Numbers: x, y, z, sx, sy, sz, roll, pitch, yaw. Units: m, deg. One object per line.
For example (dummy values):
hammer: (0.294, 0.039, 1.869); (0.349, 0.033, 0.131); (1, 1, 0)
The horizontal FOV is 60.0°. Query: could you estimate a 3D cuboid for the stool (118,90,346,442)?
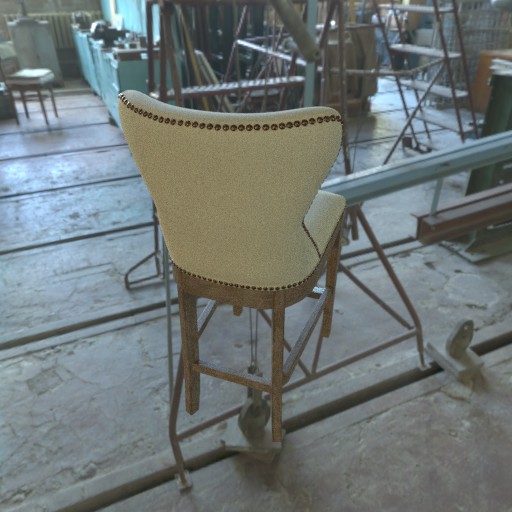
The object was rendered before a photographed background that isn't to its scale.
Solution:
stool: (0.000, 0.000, 1.306); (0.498, 0.981, 0.608); (11, 34, 17)
